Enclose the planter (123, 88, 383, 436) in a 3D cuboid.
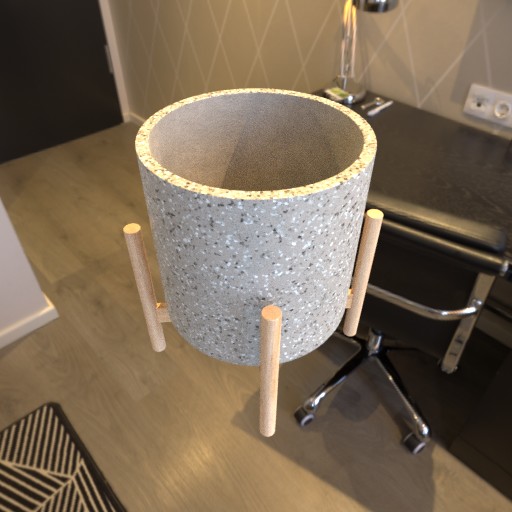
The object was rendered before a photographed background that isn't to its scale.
[{"bbox_3d":[0.000,0.000,0.704,0.360,0.419,0.360,11,43,13],"label":"planter"}]
